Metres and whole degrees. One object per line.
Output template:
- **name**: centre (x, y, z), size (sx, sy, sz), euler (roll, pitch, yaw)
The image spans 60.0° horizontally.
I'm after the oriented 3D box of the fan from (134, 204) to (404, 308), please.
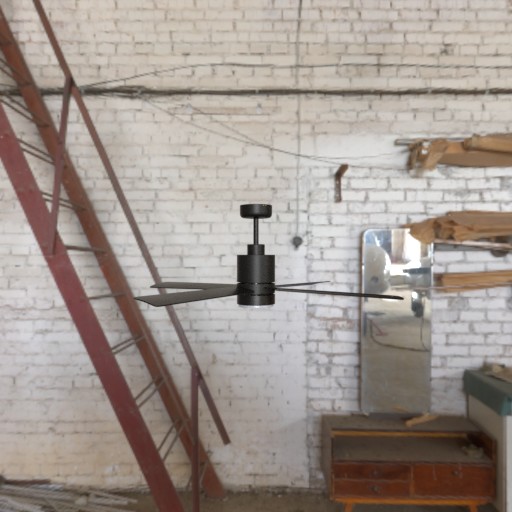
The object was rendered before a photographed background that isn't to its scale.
- **fan**: centre (0.000, 0.000, 2.354), size (1.525, 0.534, 1.525), euler (0, 0, 36)
